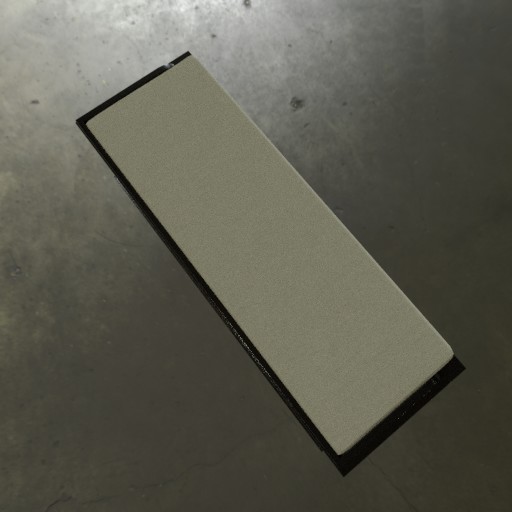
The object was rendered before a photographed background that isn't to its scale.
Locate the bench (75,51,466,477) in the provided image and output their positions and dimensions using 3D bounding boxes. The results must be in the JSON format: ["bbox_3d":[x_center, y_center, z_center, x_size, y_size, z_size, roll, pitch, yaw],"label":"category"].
[{"bbox_3d":[0.000,0.000,1.384,0.402,0.501,1.185,-37,78,-9],"label":"bench"}]
